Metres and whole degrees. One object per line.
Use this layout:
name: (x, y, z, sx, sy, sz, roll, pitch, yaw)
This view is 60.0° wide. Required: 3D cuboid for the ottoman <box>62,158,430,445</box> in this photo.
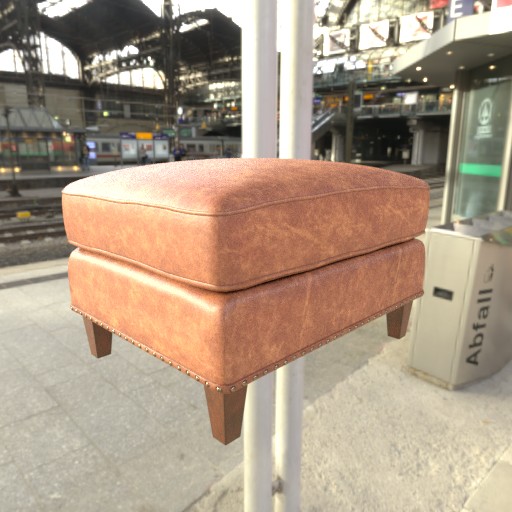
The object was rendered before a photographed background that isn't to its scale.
ottoman: (0.000, 0.000, 1.127, 0.586, 0.486, 0.742, 13, 18, 43)
